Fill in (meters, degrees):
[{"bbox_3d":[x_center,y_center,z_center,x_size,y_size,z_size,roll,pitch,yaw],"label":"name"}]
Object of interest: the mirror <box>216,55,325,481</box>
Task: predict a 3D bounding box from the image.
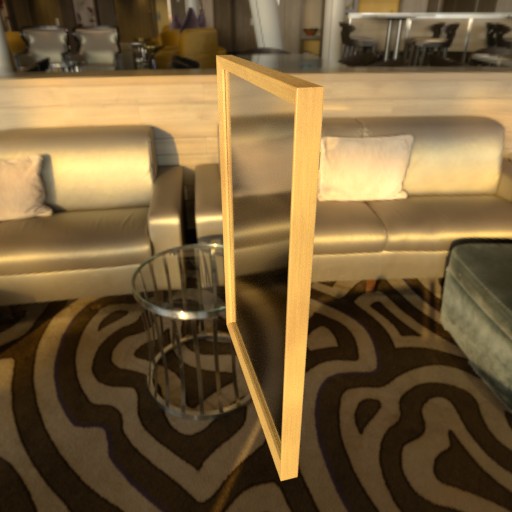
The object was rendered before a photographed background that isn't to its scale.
[{"bbox_3d":[0.000,0.000,0.899,0.039,0.710,0.507,-7,29,-13],"label":"mirror"}]
